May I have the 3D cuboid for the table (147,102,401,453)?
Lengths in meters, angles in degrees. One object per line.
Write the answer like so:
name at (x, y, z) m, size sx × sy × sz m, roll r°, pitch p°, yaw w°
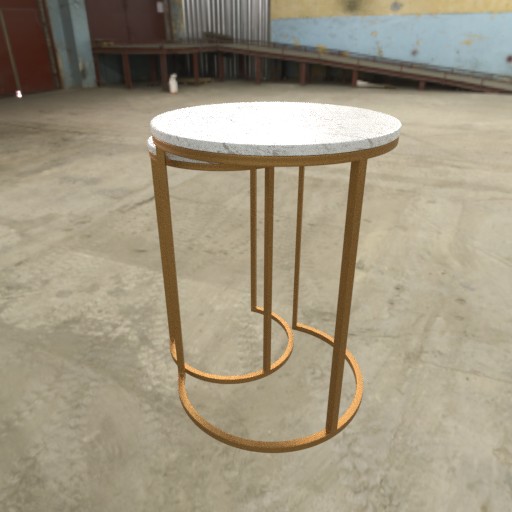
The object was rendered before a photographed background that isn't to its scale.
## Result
table at (0.000, 0.000, 0.891) m, size 0.400 × 0.550 × 0.507 m, roll -17°, pitch 31°, yaw -31°
